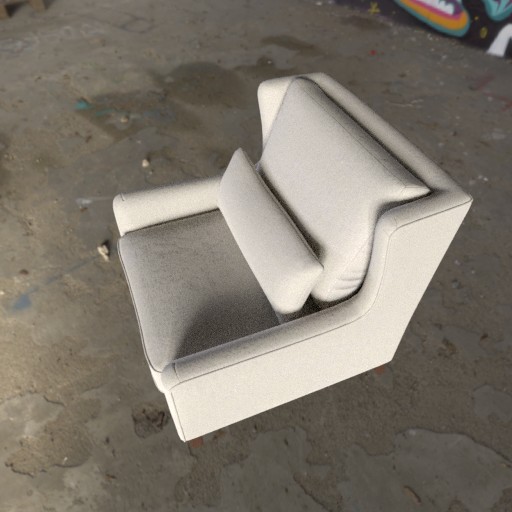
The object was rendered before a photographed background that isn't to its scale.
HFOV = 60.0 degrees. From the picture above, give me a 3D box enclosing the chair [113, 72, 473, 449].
[{"bbox_3d":[0.000,0.000,1.810,1.040,1.056,0.982,-16,48,-15],"label":"chair"}]
